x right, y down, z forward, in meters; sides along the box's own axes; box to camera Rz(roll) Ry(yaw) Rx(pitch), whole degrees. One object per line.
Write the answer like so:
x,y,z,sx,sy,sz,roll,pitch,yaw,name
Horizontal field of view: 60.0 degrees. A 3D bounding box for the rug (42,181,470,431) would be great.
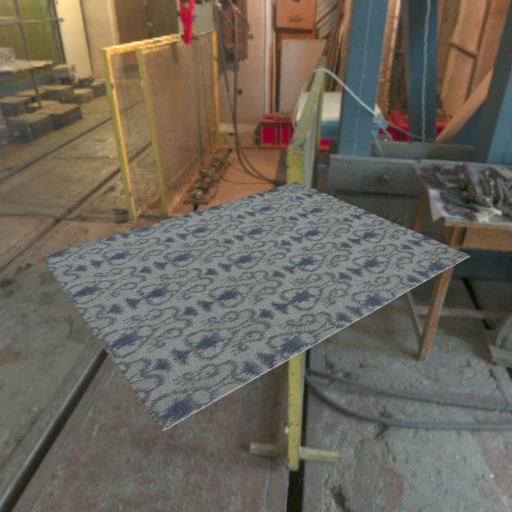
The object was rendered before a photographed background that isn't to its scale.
0.000,0.000,4.146,3.205,0.015,2.437,-21,36,-32,rug
